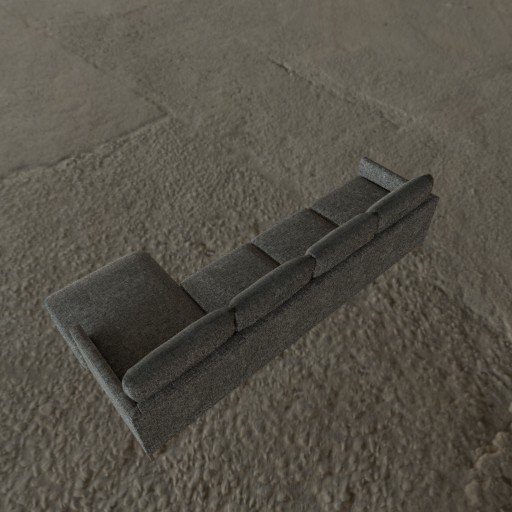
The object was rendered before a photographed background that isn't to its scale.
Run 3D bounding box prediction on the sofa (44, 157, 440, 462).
[{"bbox_3d":[0.000,0.000,4.036,3.384,0.970,1.488,-32,54,-27],"label":"sofa"}]
